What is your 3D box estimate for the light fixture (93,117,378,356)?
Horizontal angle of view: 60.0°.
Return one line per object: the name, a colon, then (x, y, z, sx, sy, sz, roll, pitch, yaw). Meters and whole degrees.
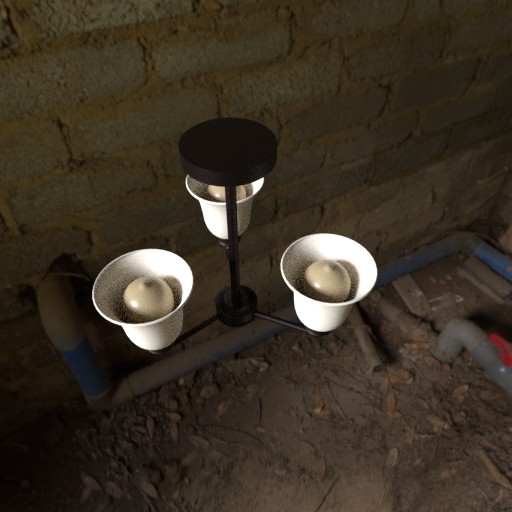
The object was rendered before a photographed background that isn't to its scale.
light fixture: (0.000, 0.000, 0.663, 0.354, 0.370, 0.388, 17, 49, 15)
